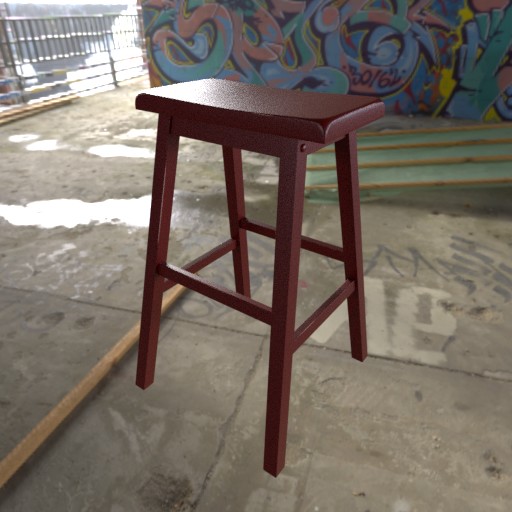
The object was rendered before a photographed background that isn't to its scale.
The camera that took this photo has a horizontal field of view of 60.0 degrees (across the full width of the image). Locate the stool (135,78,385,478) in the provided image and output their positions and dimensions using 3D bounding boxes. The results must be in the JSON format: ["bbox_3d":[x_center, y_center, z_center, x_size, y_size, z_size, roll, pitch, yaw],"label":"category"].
[{"bbox_3d":[0.000,0.000,1.061,0.457,0.737,0.476,20,35,31],"label":"stool"}]
